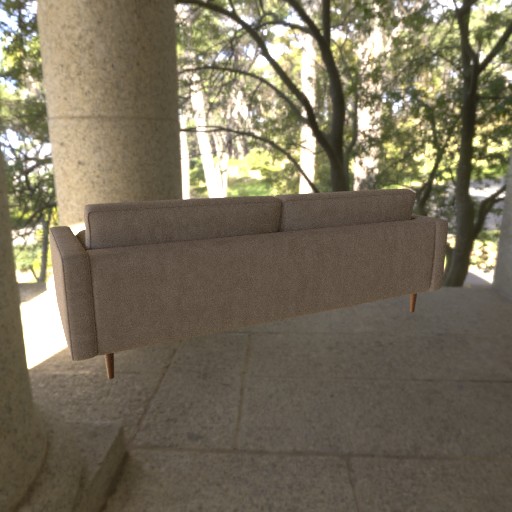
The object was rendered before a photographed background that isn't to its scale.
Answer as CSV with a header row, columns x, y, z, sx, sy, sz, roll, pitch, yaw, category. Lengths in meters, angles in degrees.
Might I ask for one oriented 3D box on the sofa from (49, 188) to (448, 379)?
x,y,z,sx,sy,sz,roll,pitch,yaw,category
0.000,0.000,2.644,2.200,0.770,0.919,-7,15,-26,sofa
